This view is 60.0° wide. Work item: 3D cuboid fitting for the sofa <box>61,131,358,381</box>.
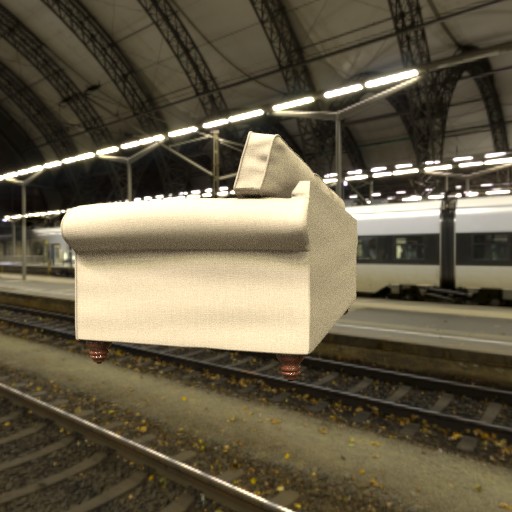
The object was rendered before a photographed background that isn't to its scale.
[{"bbox_3d":[0.000,0.000,2.584,0.998,0.889,2.118,0,1,17],"label":"sofa"}]
